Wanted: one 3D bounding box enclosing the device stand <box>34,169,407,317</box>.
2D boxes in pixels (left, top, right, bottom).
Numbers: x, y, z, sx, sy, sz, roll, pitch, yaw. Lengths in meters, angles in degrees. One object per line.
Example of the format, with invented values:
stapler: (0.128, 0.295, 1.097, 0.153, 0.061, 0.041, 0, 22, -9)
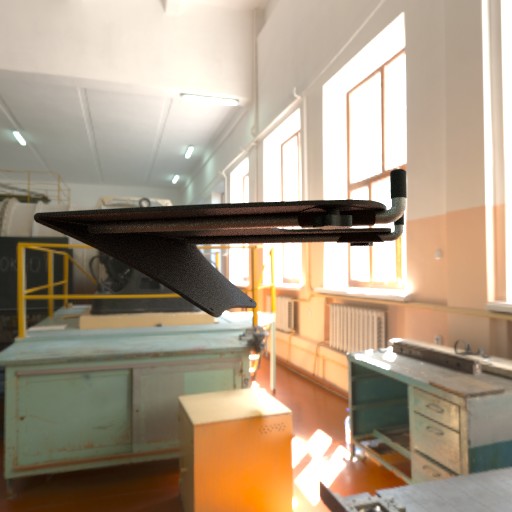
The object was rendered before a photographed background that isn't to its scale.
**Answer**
device stand: (0.000, 0.000, 0.360, 0.230, 0.092, 0.230, -1, -2, 18)
